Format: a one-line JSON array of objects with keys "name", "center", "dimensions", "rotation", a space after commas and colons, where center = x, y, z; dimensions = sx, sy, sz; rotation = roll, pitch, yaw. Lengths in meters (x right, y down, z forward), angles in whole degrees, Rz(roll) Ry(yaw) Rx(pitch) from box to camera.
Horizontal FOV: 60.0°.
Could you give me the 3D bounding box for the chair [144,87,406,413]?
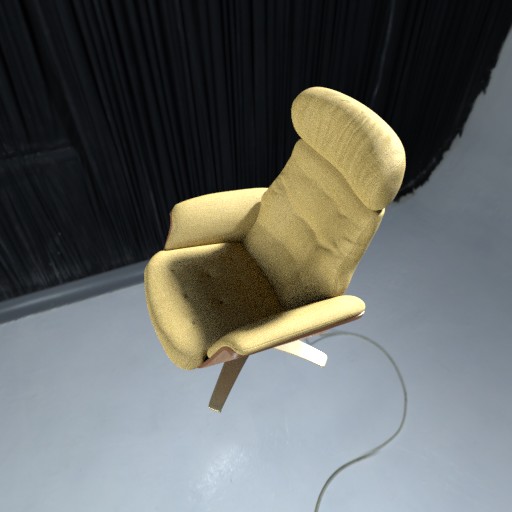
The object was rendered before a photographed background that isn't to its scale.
[{"name": "chair", "center": [0.000, 0.000, 1.621], "dimensions": [0.837, 0.995, 0.785], "rotation": [-16, 47, -16]}]
